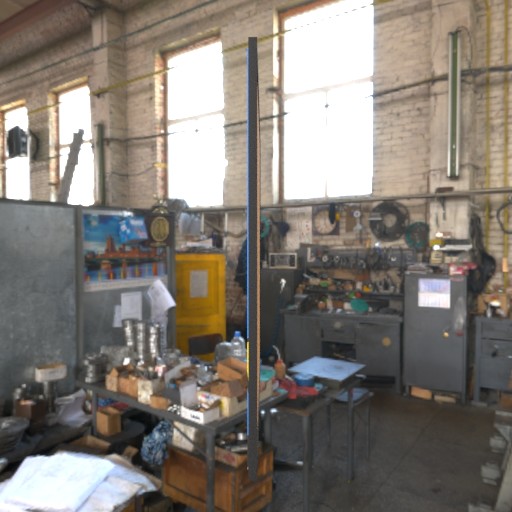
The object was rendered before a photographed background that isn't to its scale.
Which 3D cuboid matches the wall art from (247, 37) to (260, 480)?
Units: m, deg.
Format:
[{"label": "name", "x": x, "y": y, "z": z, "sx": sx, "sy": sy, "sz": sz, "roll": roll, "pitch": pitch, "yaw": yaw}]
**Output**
[{"label": "wall art", "x": 0.000, "y": 0.000, "z": 0.994, "sx": 0.015, "sy": 0.663, "sz": 0.664, "roll": 0, "pitch": 1, "yaw": 1}]
